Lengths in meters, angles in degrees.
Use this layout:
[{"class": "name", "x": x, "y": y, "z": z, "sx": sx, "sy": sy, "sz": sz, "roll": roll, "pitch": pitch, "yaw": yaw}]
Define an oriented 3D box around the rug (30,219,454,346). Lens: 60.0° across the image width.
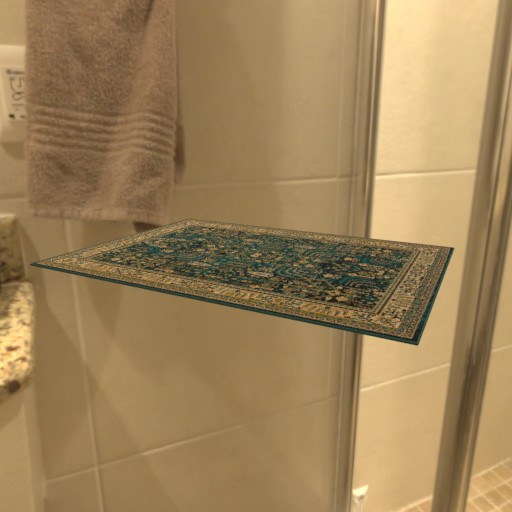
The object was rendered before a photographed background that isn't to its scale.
[{"class": "rug", "x": 0.000, "y": 0.000, "z": 2.833, "sx": 2.213, "sy": 0.013, "sz": 1.594, "roll": 8, "pitch": 18, "yaw": 27}]
